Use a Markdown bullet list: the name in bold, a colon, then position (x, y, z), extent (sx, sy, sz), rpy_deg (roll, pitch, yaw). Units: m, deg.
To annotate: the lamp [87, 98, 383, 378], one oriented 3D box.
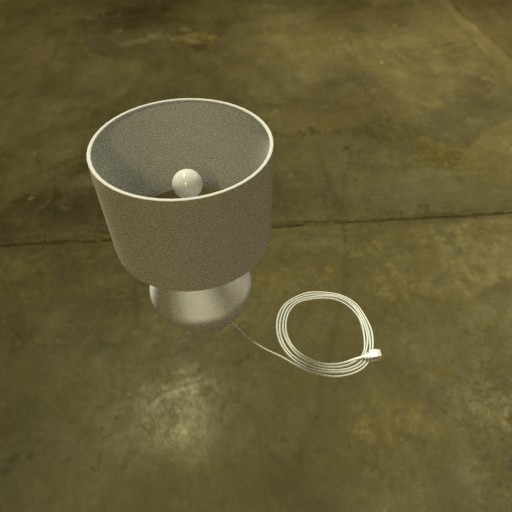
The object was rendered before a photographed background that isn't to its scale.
- **lamp**: position (0.000, 0.000, 0.868), extent (0.546, 0.457, 0.401), rpy_deg (32, 54, 27)
